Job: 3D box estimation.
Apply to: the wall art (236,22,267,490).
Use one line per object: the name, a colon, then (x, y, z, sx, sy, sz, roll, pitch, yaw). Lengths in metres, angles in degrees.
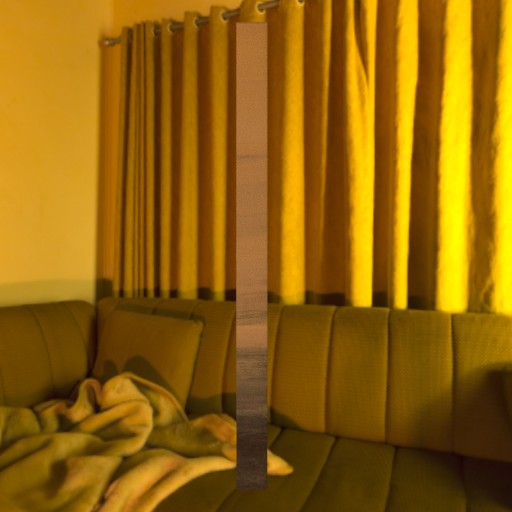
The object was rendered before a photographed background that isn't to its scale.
wall art: (0.000, 0.000, 0.821, 0.040, 0.608, 0.489, 0, 0, 1)
